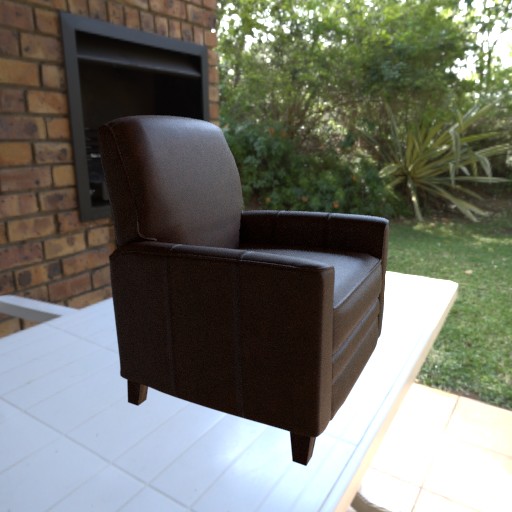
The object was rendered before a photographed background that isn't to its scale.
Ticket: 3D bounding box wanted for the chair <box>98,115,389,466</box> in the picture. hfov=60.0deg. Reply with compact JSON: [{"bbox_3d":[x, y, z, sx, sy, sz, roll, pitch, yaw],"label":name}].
[{"bbox_3d":[0.000,0.000,1.648,0.850,1.010,0.839,8,17,27],"label":"chair"}]
